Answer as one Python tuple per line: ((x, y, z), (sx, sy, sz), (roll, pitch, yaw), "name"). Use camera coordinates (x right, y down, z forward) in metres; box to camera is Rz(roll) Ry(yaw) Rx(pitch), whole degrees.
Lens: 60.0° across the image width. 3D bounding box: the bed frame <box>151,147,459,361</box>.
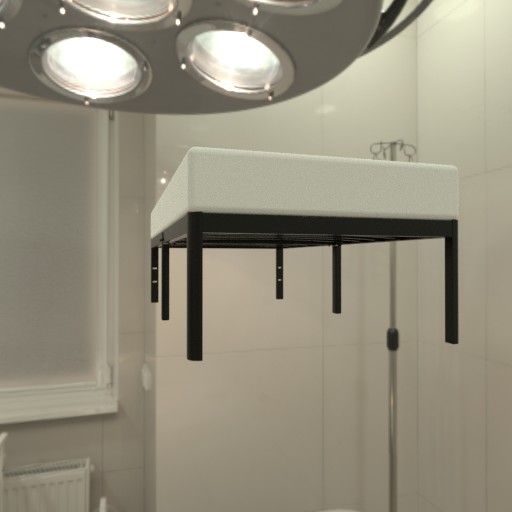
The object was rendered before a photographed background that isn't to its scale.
((0.000, 0.000, 2.418), (1.023, 0.659, 1.950), (0, 0, -17), "bed frame")
